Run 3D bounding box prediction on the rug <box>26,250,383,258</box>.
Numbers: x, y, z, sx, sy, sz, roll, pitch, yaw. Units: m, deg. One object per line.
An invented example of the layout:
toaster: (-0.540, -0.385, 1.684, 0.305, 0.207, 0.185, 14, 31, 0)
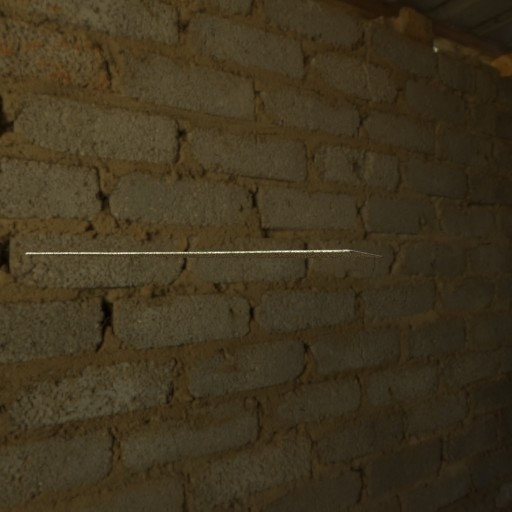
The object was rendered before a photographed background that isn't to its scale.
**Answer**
rug: (0.000, 0.000, 2.213, 1.143, 0.010, 1.758, 0, -1, 19)
